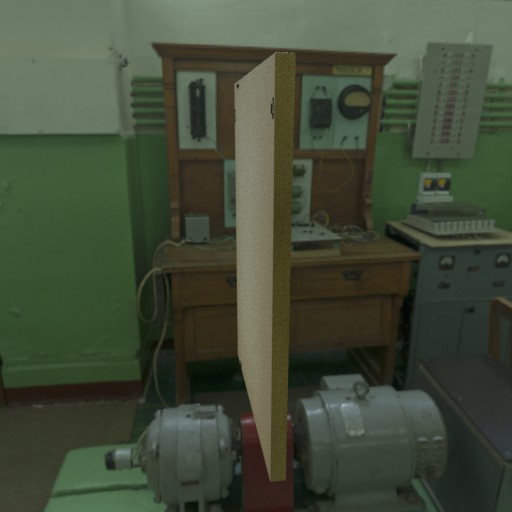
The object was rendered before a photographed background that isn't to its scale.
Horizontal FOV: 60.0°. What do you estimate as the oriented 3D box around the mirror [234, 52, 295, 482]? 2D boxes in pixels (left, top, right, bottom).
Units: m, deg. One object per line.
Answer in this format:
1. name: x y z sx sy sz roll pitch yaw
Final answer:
1. mirror: 0.000 0.000 1.189 0.041 0.915 0.609 -3 17 -9
